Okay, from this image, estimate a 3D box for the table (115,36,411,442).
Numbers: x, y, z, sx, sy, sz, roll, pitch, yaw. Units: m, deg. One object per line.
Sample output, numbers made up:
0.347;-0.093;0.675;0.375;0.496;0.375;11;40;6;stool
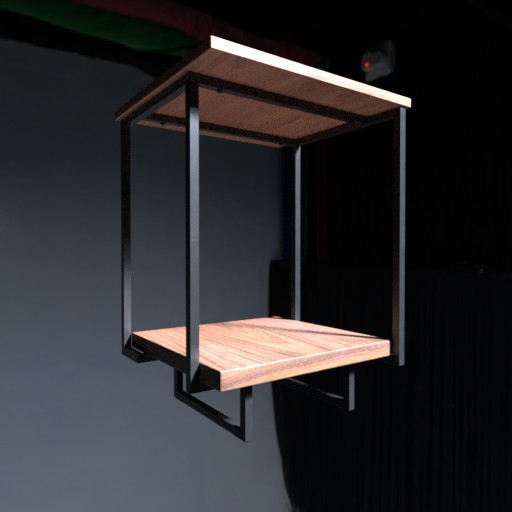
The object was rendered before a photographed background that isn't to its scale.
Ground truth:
0.000;0.000;0.839;0.411;0.567;0.384;-1;1;-35;table
